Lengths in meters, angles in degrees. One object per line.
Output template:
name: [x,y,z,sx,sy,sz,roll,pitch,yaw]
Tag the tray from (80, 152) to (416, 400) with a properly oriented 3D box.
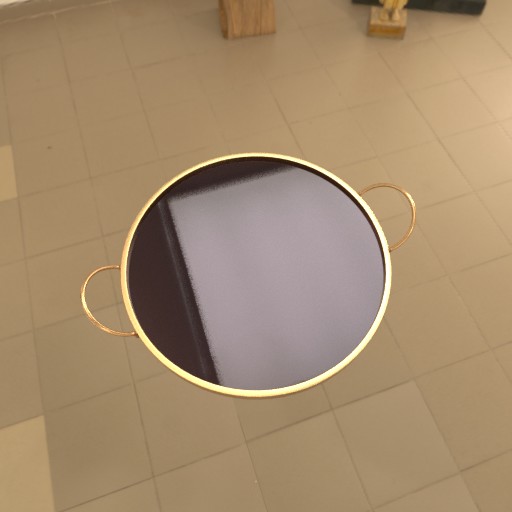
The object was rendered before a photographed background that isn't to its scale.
tray: [0.000,0.000,0.717,0.543,0.069,0.438,-17,64,-9]
